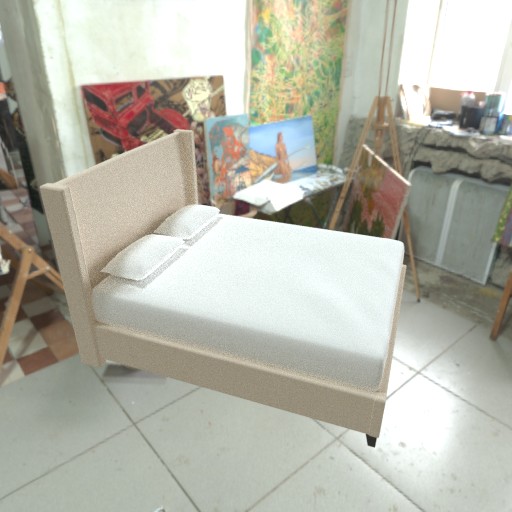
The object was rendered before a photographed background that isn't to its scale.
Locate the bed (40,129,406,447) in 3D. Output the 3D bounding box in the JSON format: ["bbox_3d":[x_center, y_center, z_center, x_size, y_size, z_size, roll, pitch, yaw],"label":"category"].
[{"bbox_3d":[0.000,0.000,3.544,2.293,1.471,1.778,10,30,18],"label":"bed"}]
